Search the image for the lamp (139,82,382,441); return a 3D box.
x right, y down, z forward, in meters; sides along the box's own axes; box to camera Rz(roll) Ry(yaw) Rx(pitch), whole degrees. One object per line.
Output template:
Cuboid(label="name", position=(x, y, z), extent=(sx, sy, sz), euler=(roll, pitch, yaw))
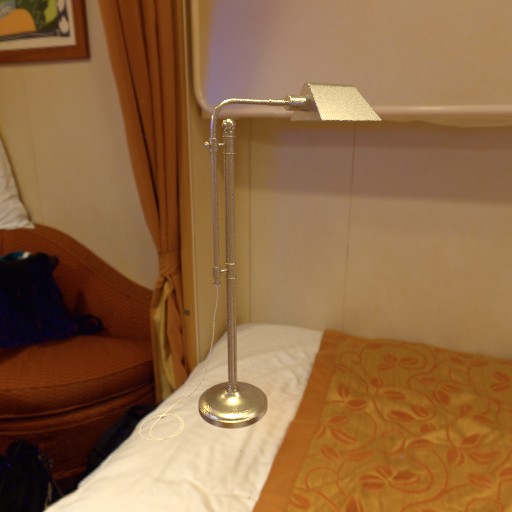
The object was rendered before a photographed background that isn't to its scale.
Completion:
Cuboid(label="lamp", position=(0.000, 0.000, 0.952), extent=(0.546, 0.708, 0.159), euler=(-8, 18, -25))
